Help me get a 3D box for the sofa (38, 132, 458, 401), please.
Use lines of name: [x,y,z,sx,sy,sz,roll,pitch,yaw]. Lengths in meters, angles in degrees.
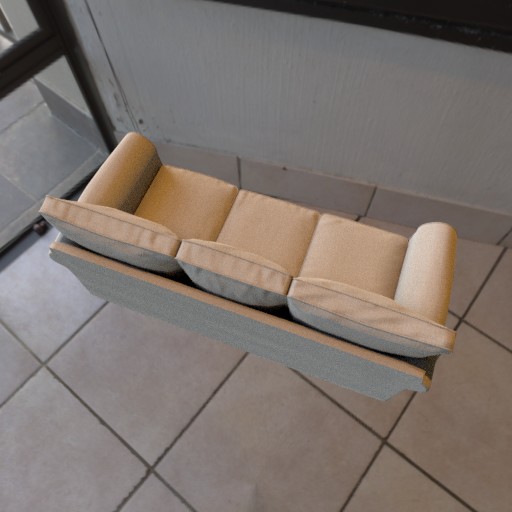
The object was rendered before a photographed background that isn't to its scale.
sofa: [0.000,0.000,2.551,2.084,0.961,0.916,18,64,9]
